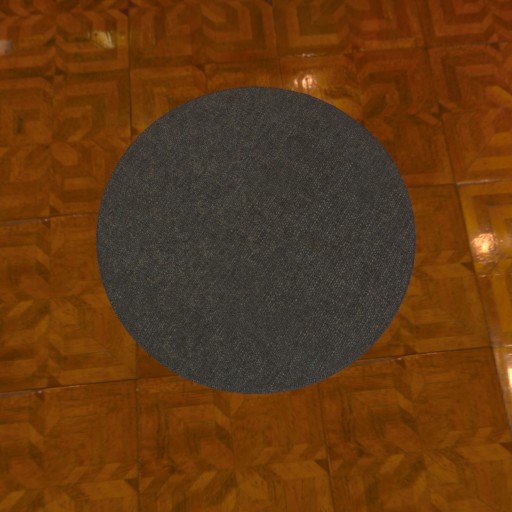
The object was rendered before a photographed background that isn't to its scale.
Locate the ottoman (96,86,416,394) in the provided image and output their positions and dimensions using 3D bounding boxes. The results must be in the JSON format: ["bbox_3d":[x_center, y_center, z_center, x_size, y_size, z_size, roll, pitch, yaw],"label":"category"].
[{"bbox_3d":[0.000,0.000,0.893,0.520,0.430,0.520,0,75,0],"label":"ottoman"}]
